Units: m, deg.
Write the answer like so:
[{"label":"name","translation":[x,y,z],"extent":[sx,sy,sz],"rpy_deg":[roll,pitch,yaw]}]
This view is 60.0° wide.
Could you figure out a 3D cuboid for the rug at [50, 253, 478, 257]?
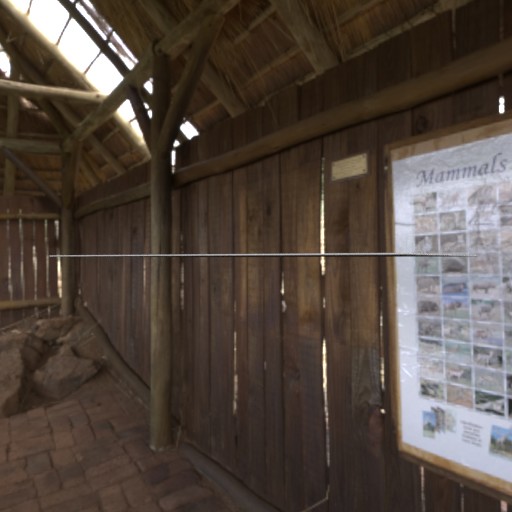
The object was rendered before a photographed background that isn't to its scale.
[{"label":"rug","translation":[0.000,0.000,2.952],"extent":[2.438,0.008,1.523],"rpy_deg":[0,0,36]}]
